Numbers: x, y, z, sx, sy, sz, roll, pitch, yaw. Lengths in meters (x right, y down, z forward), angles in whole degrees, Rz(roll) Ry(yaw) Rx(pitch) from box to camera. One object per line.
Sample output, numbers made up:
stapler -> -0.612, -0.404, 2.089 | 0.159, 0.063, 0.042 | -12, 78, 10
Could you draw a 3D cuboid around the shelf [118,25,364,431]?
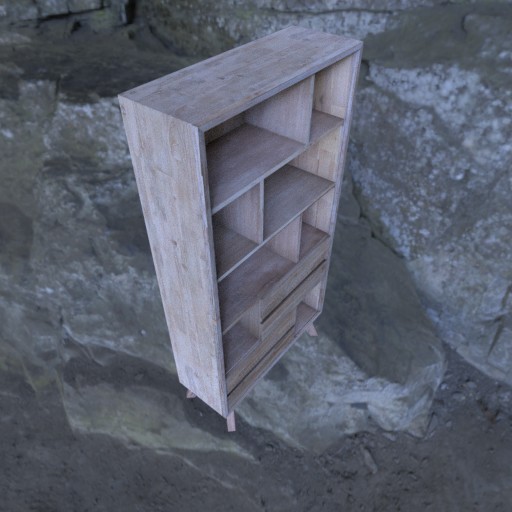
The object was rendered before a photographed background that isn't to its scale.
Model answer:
shelf -> 0.000, 0.000, 1.751 | 0.308, 1.471, 0.748 | 29, 50, 27
